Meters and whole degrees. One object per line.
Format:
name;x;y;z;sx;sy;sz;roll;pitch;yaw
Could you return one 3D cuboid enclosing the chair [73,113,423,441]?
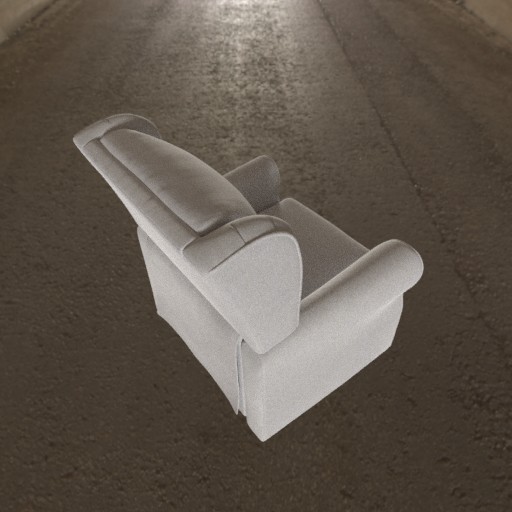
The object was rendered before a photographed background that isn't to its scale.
chair;0.000;0.000;1.619;0.854;0.967;0.906;-26;47;-27
